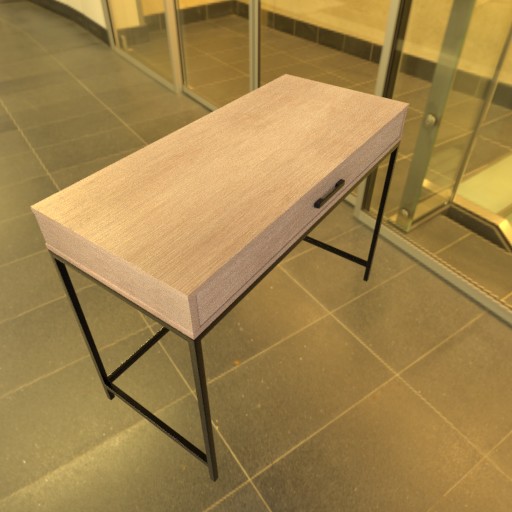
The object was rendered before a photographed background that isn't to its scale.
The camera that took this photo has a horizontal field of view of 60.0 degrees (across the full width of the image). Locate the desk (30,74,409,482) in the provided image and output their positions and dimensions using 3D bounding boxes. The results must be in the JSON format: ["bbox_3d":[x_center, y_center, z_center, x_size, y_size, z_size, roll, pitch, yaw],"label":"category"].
[{"bbox_3d":[0.000,0.000,1.414,0.470,0.762,1.016,25,47,26],"label":"desk"}]
